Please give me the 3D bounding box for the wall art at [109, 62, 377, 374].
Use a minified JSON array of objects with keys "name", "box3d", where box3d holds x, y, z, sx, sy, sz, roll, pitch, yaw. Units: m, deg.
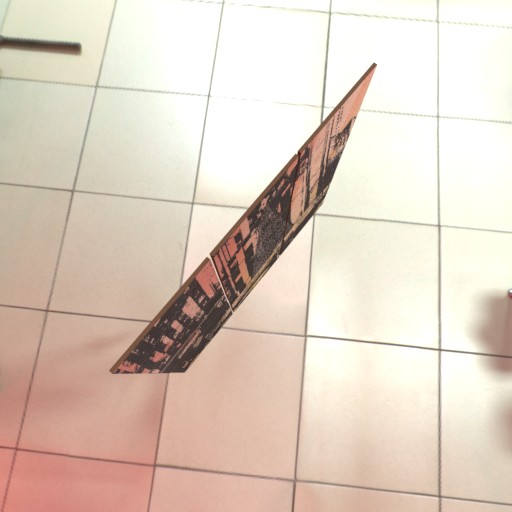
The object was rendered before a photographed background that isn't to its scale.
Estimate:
[{"name":"wall art","box3d":[0.000,0.000,2.346,0.017,1.521,1.527,38,78,9]}]
